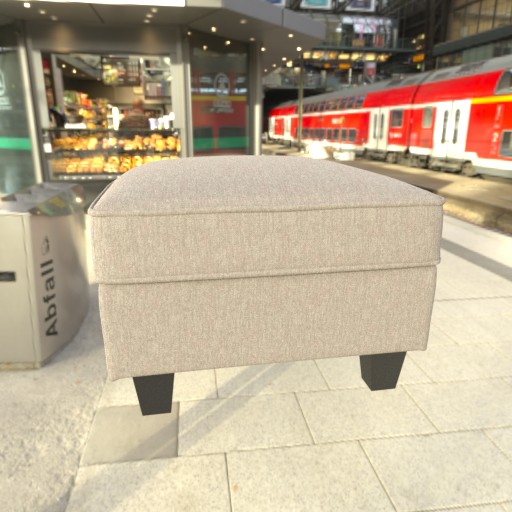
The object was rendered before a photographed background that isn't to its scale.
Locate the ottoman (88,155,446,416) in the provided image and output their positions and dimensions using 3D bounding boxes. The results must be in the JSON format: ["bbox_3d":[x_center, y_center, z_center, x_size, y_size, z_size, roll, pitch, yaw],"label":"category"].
[{"bbox_3d":[0.000,0.000,1.403,0.871,0.612,0.808,-3,17,-10],"label":"ottoman"}]
